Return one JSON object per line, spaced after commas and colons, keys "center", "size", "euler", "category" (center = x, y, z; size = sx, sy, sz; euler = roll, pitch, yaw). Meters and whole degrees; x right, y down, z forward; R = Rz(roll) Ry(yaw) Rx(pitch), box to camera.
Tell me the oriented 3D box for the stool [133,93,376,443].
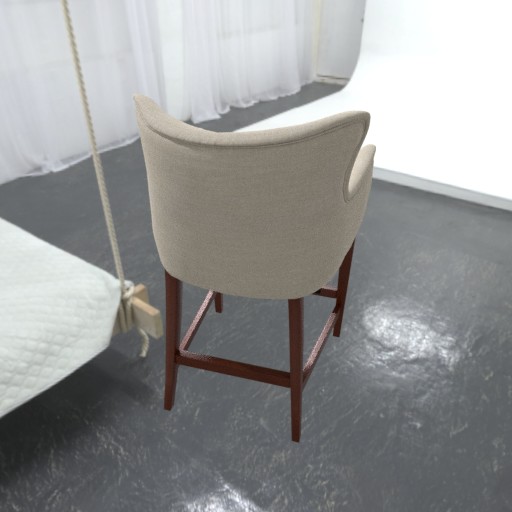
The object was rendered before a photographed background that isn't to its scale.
{"center": [0.000, 0.000, 1.380], "size": [0.615, 0.987, 0.637], "euler": [9, 34, 14], "category": "stool"}
